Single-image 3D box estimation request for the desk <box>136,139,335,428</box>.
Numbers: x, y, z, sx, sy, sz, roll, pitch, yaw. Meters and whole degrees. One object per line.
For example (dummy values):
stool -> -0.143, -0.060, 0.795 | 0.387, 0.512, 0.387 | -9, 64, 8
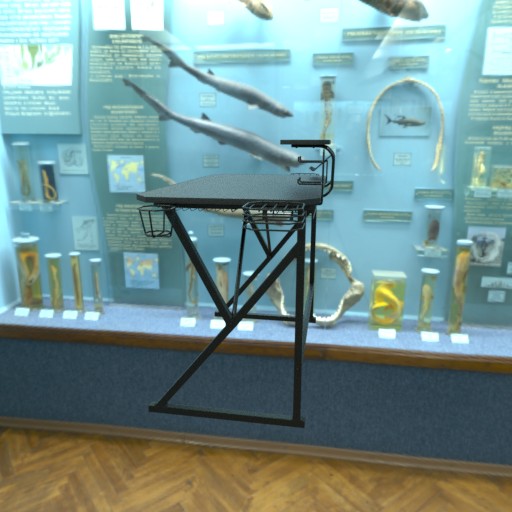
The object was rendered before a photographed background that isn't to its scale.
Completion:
desk -> 0.000, 0.000, 1.743 | 0.580, 0.880, 1.290 | 2, 14, 9
